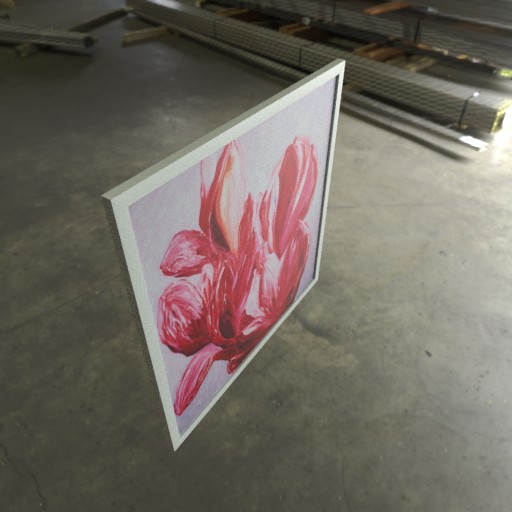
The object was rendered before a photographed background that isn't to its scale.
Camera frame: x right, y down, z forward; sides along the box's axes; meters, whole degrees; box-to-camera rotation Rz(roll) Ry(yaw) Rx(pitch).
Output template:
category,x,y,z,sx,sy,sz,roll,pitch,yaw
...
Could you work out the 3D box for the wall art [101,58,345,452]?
category,x,y,z,sx,sy,sz,roll,pitch,yaw
wall art,0.000,0.000,1.183,0.022,0.803,0.805,24,46,25
